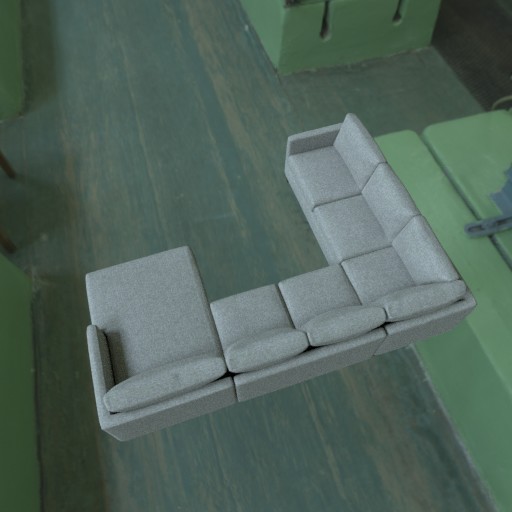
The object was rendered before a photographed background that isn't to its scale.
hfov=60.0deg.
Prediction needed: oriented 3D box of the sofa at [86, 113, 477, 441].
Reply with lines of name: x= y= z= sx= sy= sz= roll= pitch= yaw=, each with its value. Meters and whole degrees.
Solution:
sofa: x=0.000 y=0.000 z=4.584 sx=3.460 sy=0.959 sz=2.593 roll=-16 pitch=60 yaw=-9
